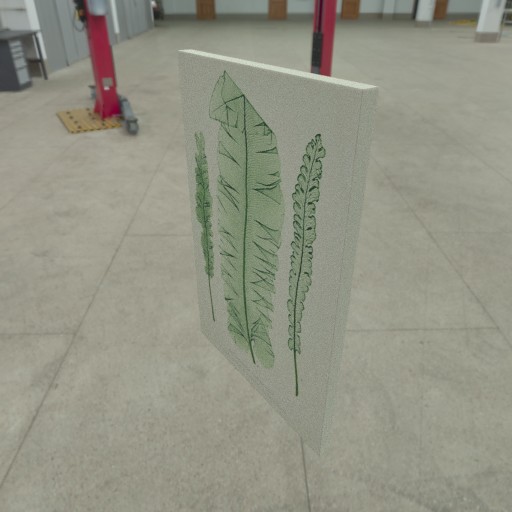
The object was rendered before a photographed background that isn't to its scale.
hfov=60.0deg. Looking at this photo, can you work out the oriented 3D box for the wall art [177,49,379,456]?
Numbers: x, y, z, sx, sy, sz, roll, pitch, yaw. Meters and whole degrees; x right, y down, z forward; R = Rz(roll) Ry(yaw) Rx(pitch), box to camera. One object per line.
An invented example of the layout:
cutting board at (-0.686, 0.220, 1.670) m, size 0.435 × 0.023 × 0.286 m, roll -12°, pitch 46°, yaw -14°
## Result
wall art at (0.000, 0.000, 1.142) m, size 0.038 × 0.914 × 0.610 m, roll -21°, pitch 37°, yaw -30°
